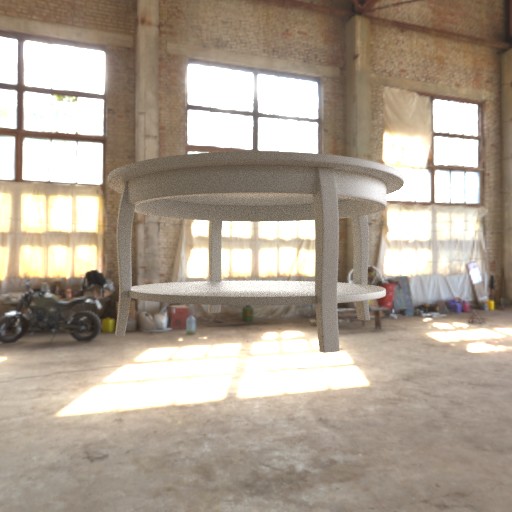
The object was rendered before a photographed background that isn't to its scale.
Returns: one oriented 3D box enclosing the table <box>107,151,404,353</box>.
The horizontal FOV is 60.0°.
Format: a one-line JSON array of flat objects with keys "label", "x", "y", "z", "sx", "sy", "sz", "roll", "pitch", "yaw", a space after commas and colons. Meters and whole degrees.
[{"label": "table", "x": 0.000, "y": 0.000, "z": 1.432, "sx": 0.910, "sy": 0.457, "sz": 0.910, "roll": 0, "pitch": 0, "yaw": 0}]
